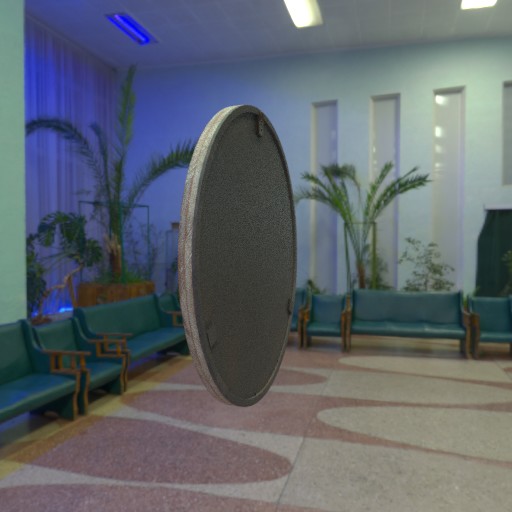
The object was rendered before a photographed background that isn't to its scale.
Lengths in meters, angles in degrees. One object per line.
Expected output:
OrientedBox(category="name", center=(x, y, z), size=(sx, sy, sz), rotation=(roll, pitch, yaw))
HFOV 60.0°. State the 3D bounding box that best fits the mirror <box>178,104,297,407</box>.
OrientedBox(category="mirror", center=(0.000, 0.000, 1.099), size=(0.038, 0.710, 0.710), rotation=(0, 1, 20))
